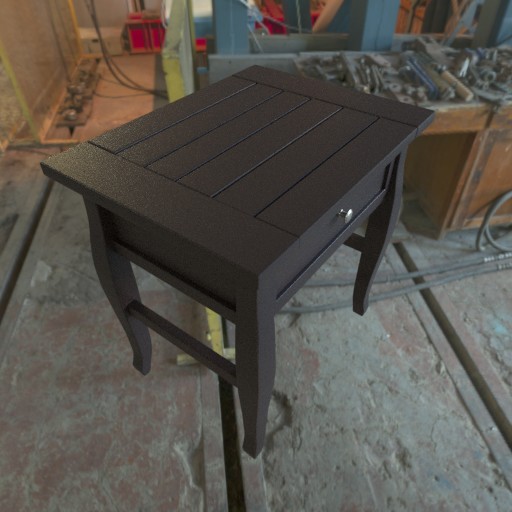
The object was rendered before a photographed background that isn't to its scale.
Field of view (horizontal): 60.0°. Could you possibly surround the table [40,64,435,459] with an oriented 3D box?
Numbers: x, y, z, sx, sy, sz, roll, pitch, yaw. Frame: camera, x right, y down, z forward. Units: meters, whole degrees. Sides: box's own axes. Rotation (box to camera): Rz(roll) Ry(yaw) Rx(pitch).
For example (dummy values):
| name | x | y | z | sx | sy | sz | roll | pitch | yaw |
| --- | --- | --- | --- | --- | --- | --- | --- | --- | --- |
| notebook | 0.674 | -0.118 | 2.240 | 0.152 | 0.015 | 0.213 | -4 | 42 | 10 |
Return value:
| name | x | y | z | sx | sy | sz | roll | pitch | yaw |
| --- | --- | --- | --- | --- | --- | --- | --- | --- | --- |
| table | 0.000 | 0.000 | 1.020 | 0.460 | 0.605 | 0.602 | 27 | 48 | 27 |
